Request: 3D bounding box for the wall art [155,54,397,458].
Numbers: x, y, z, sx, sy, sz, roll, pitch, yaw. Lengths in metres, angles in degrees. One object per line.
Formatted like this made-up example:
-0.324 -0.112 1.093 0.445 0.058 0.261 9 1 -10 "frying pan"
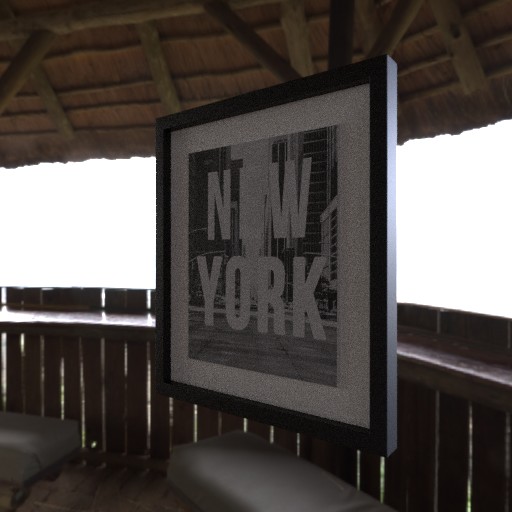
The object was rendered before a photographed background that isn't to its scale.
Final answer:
0.000 0.000 0.526 0.328 0.381 0.028 0 0 37 "wall art"
